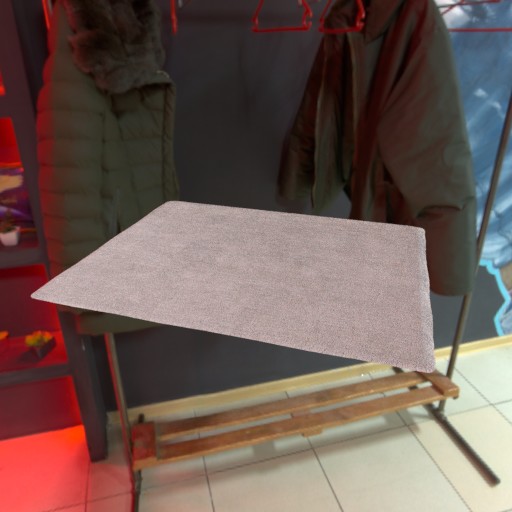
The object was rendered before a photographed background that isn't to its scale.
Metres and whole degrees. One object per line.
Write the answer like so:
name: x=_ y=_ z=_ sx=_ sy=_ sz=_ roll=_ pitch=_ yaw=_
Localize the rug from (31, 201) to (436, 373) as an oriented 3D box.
rug: x=0.000 y=0.000 z=3.960 sx=2.933 sy=0.027 sz=2.332 roll=8 pitch=27 yaw=15
